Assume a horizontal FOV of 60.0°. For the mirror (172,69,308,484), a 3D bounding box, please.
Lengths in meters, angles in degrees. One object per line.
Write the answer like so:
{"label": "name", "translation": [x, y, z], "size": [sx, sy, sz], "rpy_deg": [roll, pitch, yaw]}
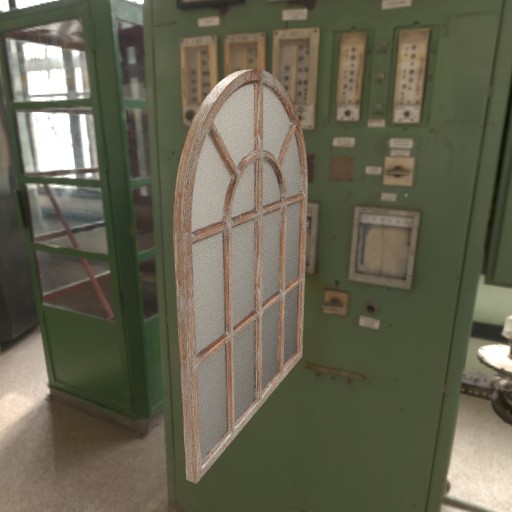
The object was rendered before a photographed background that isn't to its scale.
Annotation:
{"label": "mirror", "translation": [0.000, 0.000, 1.181], "size": [0.032, 0.920, 0.660], "rpy_deg": [8, 19, 26]}
